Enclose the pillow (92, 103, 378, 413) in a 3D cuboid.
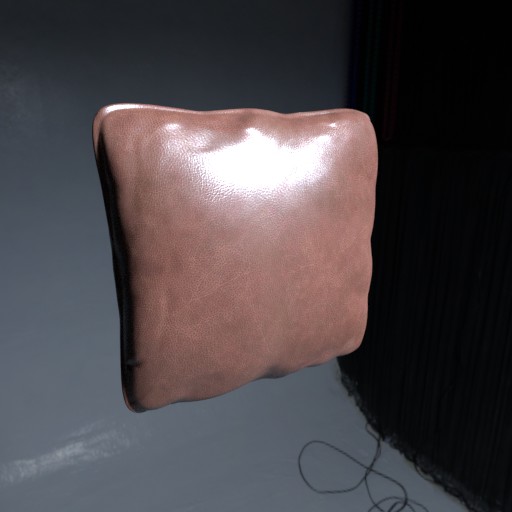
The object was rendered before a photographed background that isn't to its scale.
[{"bbox_3d":[0.000,0.000,0.817,0.532,0.523,0.236,-8,18,-26],"label":"pillow"}]
